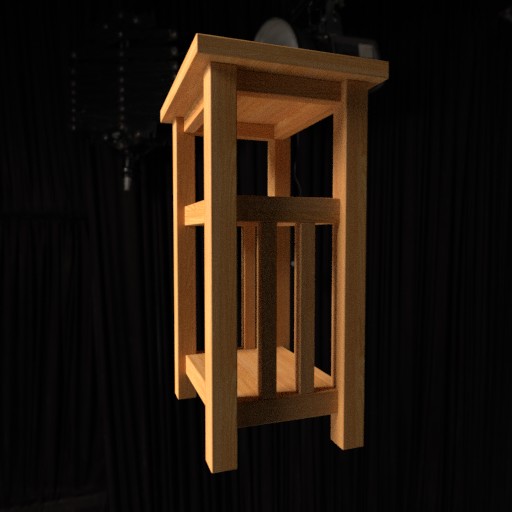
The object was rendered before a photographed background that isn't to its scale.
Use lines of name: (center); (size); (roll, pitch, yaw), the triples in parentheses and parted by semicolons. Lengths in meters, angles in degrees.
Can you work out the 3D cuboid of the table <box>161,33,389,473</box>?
table: (0.000, 0.000, 0.747); (0.270, 0.550, 0.350); (-1, 3, -19)
